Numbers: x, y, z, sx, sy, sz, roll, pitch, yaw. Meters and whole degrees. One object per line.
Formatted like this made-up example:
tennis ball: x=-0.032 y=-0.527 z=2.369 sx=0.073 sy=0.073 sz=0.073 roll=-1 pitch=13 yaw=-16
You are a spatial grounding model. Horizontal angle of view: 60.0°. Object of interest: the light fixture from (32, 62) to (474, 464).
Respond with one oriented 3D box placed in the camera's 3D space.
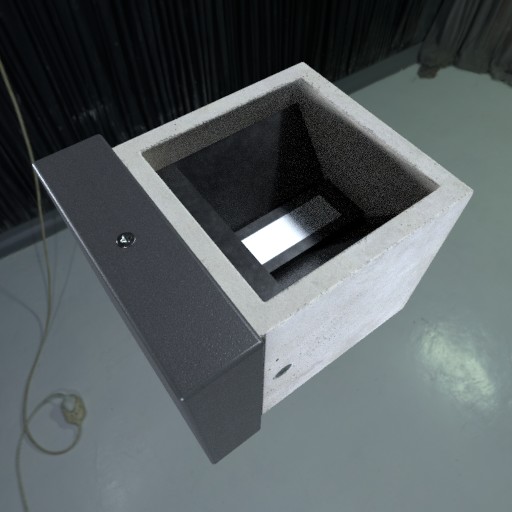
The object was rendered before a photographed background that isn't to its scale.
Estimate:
light fixture: x=0.000 y=0.000 z=0.229 sx=0.143 sy=0.121 sz=0.121 roll=-31 pitch=62 yaw=-19
